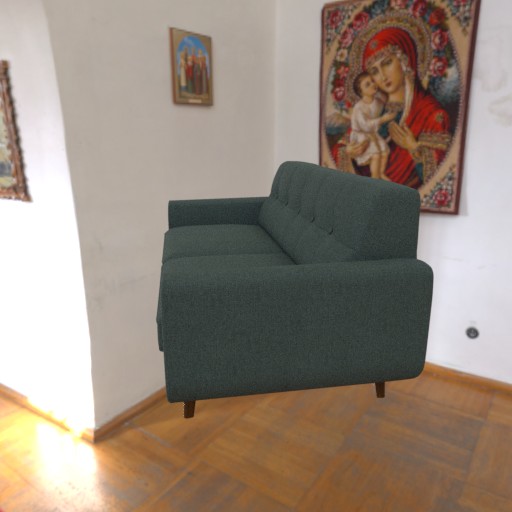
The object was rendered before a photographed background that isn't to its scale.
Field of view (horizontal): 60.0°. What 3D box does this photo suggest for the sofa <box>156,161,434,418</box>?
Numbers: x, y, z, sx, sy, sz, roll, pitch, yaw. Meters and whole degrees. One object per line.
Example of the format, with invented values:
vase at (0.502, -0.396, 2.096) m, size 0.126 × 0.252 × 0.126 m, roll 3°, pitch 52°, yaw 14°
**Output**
sofa at (0.000, 0.000, 2.170) m, size 0.909 × 0.841 × 1.631 m, roll -3°, pitch 16°, yaw -10°
